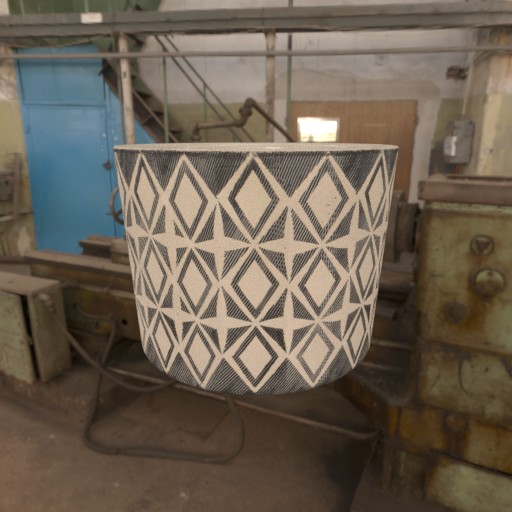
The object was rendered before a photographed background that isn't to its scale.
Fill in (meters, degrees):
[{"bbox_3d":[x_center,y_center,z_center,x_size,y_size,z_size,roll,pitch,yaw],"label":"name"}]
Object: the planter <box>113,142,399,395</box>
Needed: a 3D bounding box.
[{"bbox_3d":[0.000,0.000,0.451,0.260,0.220,0.260,0,15,0],"label":"planter"}]
